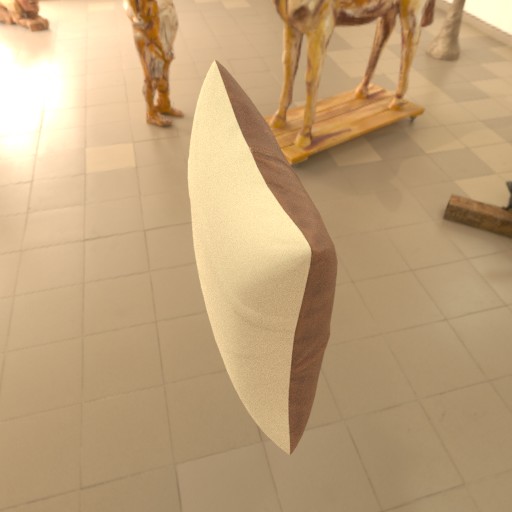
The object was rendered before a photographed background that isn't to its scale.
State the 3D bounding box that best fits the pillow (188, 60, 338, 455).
[{"bbox_3d":[0.000,0.000,0.733,0.192,0.470,0.484,-11,46,-11],"label":"pillow"}]
